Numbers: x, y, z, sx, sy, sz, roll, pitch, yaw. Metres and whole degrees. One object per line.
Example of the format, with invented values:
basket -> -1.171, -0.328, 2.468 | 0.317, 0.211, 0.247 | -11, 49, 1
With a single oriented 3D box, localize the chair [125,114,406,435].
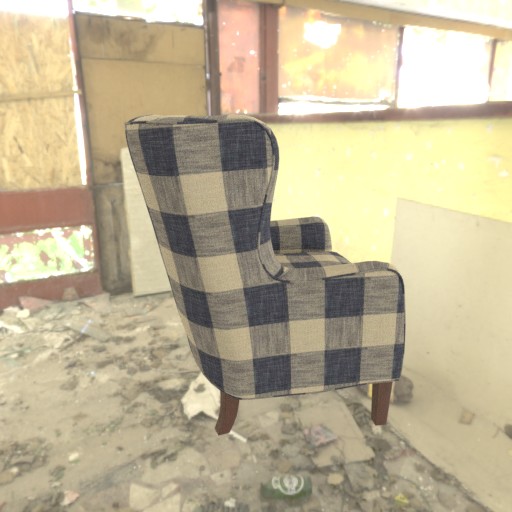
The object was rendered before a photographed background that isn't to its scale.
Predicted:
chair -> 0.000, 0.000, 1.715 | 0.889, 1.041, 0.830 | -2, 16, -9
